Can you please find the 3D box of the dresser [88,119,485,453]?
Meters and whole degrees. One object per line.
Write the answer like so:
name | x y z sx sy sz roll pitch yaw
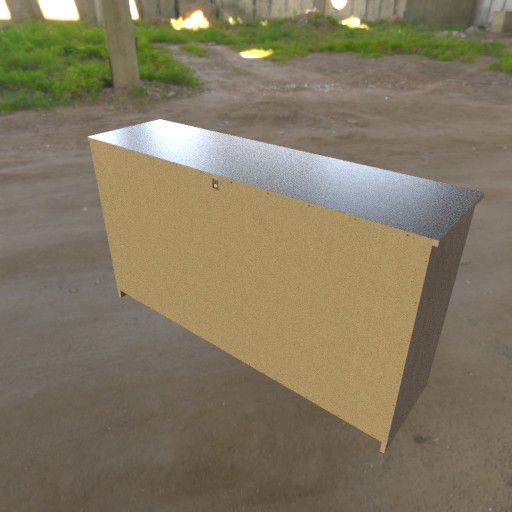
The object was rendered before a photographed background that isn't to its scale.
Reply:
dresser | 0.000 0.000 1.676 1.360 0.755 0.401 22 37 33
